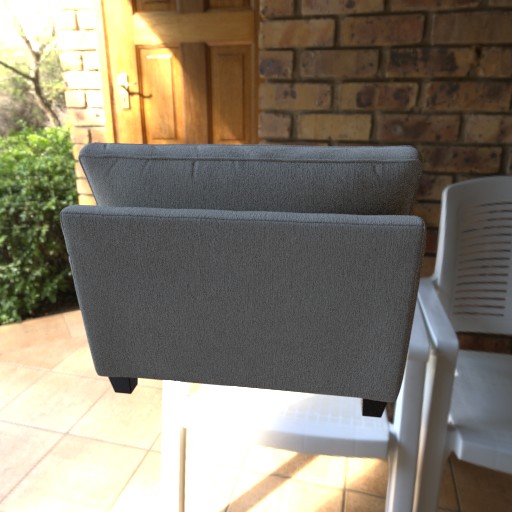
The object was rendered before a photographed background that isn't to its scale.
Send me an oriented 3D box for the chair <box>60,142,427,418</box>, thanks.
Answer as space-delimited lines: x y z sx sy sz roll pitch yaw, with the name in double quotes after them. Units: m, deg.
0.000 0.000 1.971 1.220 1.016 1.041 3 19 8 "chair"
